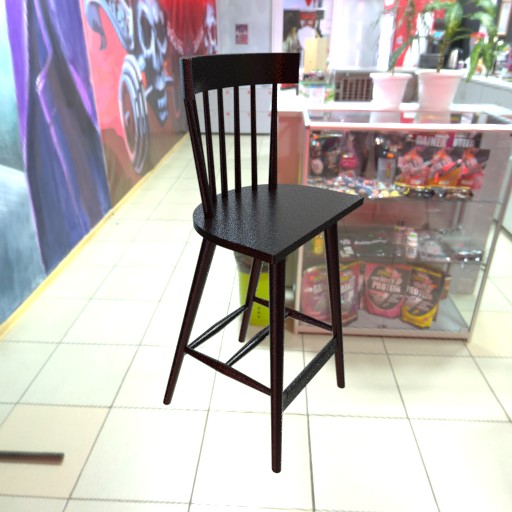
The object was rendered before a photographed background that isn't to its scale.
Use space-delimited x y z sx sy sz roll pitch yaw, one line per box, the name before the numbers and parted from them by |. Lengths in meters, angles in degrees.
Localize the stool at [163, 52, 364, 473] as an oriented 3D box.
stool | 0.000 0.000 1.324 0.483 1.092 0.482 18 32 32
